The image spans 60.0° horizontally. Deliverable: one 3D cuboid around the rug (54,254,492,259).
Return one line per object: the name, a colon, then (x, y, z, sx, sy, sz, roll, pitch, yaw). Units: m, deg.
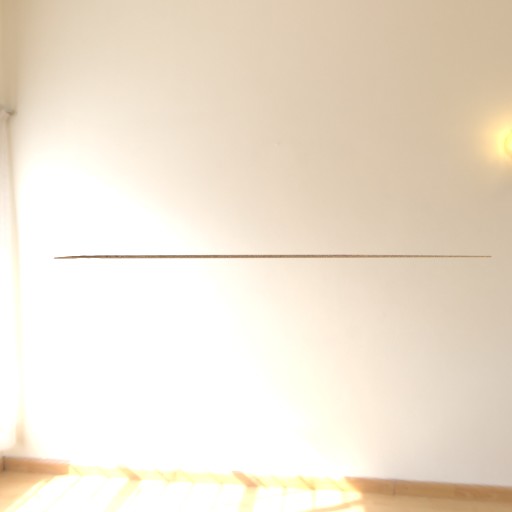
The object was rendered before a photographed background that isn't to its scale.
rug: (0.000, 0.000, 2.877, 2.227, 0.008, 1.611, 0, 0, -18)
